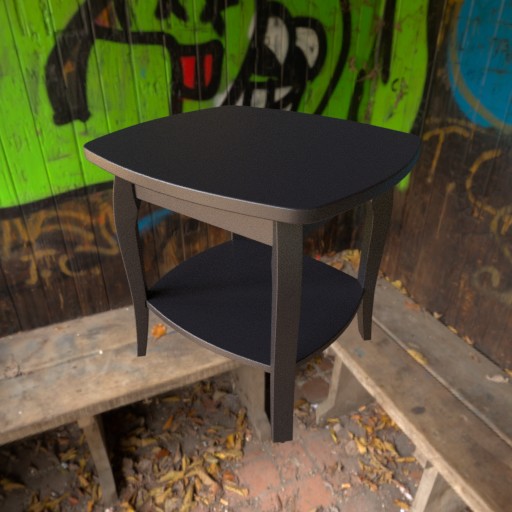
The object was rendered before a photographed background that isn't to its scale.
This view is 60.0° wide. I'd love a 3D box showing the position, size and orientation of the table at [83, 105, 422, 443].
[{"bbox_3d":[0.000,0.000,0.871,0.508,0.457,0.457,21,36,31],"label":"table"}]
